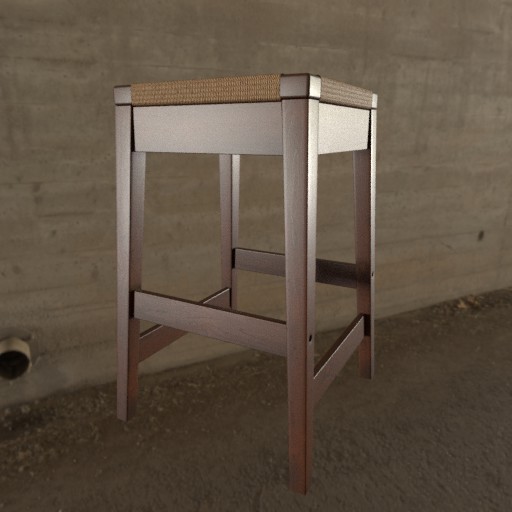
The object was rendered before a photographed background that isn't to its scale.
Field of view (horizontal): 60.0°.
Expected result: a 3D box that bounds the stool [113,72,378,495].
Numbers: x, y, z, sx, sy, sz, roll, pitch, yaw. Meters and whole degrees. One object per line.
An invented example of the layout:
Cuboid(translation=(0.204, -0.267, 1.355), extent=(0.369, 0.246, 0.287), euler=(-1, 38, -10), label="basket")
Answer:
Cuboid(translation=(0.000, 0.000, 1.075), extent=(0.497, 0.762, 0.507), euler=(8, 18, 28), label="stool")
